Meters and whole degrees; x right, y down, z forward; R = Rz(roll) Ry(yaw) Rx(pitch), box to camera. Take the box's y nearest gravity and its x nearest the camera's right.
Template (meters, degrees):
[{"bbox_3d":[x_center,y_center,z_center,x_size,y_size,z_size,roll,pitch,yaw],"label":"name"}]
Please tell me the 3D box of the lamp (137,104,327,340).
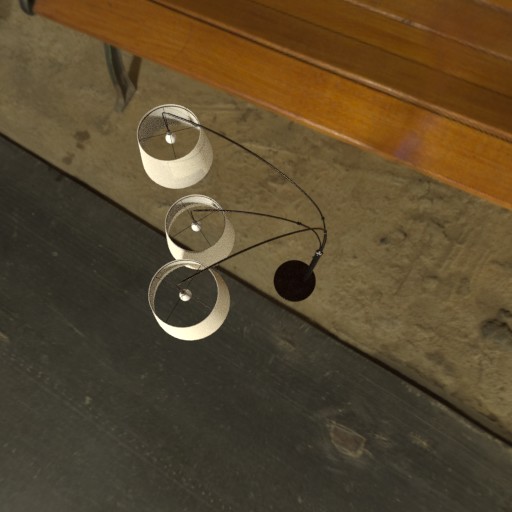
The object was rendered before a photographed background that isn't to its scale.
[{"bbox_3d":[0.000,0.000,2.482,0.924,1.950,0.951,-6,76,-2],"label":"lamp"}]
